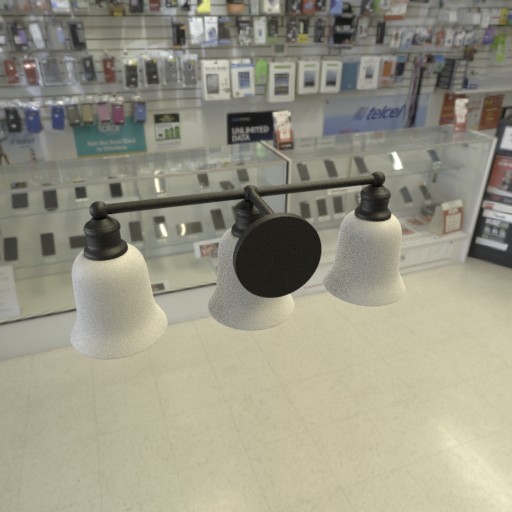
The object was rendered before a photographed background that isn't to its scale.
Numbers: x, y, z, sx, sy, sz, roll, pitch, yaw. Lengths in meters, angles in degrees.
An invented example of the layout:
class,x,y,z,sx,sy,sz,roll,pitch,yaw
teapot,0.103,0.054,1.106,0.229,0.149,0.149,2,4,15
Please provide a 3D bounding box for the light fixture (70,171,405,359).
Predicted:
class,x,y,z,sx,sy,sz,roll,pitch,yaw
light fixture,0.000,0.000,0.672,0.570,0.211,0.198,-9,30,-16
